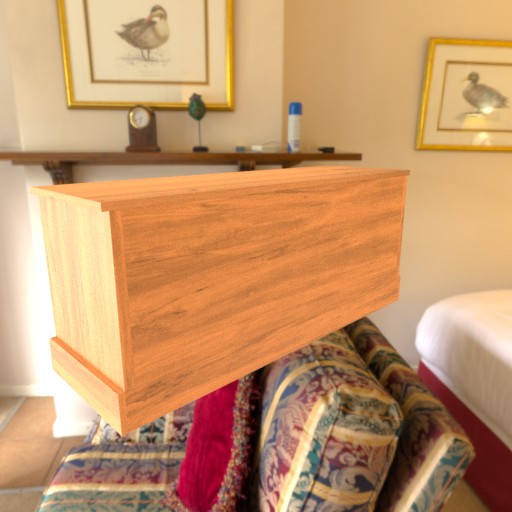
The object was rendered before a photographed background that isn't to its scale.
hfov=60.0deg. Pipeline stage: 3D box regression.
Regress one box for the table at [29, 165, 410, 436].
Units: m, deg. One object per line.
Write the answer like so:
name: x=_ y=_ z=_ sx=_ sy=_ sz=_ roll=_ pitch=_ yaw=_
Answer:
table: x=0.000 y=0.000 z=1.439 sx=1.200 sy=0.510 sz=0.400 roll=-14 pitch=21 yaw=-42
